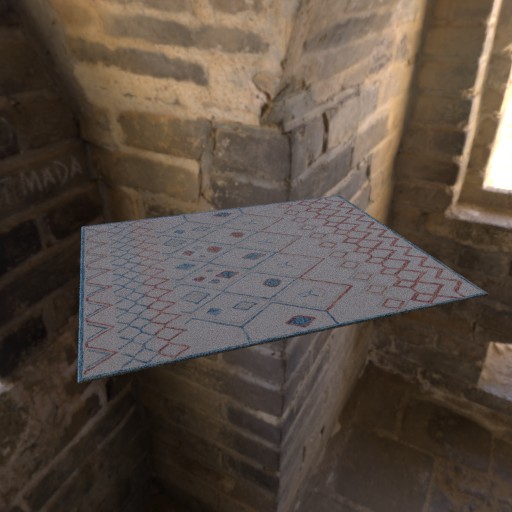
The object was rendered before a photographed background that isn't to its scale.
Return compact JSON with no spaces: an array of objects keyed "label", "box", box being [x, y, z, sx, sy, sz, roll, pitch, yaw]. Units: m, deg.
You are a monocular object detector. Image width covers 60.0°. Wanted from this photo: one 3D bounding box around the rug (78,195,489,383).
[{"label":"rug","box":[0.000,0.000,4.080,3.050,0.016,2.441,-9,29,-17]}]
